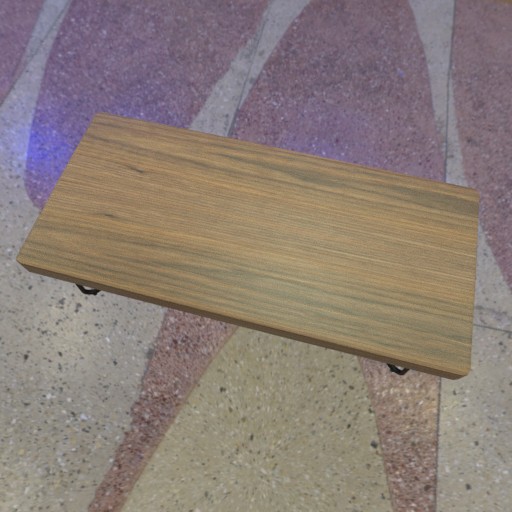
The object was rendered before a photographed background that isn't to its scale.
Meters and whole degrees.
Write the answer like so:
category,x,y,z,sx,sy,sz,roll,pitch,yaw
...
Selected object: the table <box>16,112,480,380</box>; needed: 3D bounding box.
category,x,y,z,sx,sy,sz,roll,pitch,yaw
table,0.000,0.000,1.626,1.375,0.468,0.637,13,65,6
